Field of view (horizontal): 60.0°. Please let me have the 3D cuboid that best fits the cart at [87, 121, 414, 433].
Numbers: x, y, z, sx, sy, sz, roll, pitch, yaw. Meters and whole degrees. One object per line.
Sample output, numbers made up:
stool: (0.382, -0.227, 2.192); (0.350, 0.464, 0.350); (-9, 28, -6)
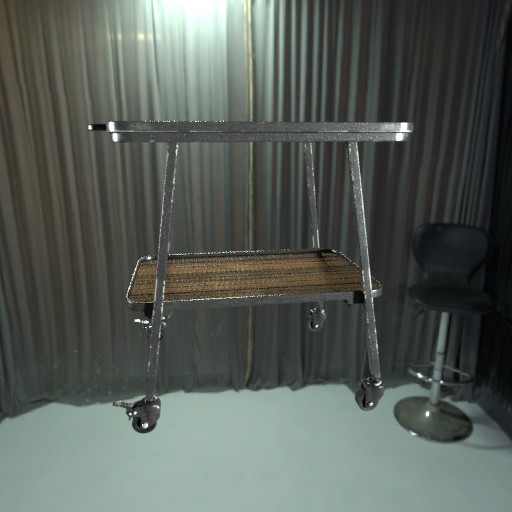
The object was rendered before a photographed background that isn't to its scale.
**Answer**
cart: (0.000, 0.000, 1.223); (0.806, 0.700, 0.515); (-2, 16, -9)
